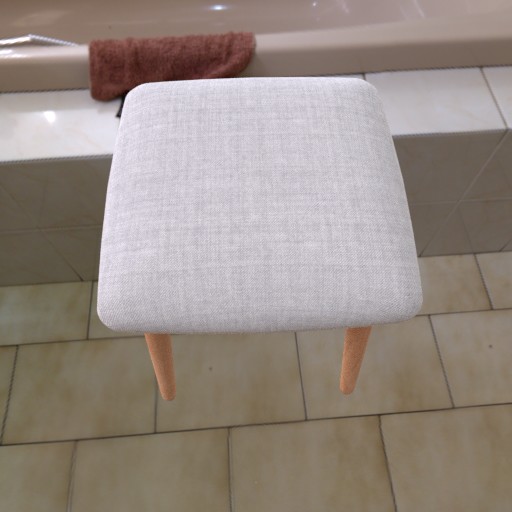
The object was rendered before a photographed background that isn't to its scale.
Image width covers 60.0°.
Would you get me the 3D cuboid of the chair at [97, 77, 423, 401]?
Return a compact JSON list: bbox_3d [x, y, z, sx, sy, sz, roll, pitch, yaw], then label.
[{"bbox_3d":[0.000,0.000,0.679,0.350,0.440,0.350,-2,63,-1],"label":"chair"}]
